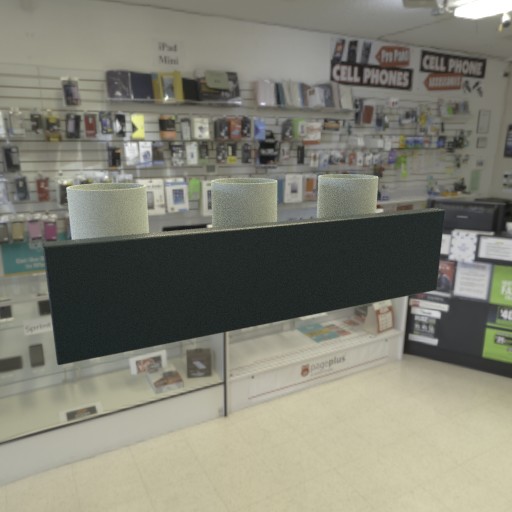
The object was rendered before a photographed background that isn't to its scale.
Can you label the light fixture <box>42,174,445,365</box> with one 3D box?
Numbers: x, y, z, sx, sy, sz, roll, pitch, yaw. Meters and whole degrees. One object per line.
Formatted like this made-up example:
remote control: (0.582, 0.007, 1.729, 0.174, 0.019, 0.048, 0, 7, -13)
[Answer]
light fixture: (0.000, 0.000, 0.526, 0.451, 0.172, 0.145, -7, 16, -25)
